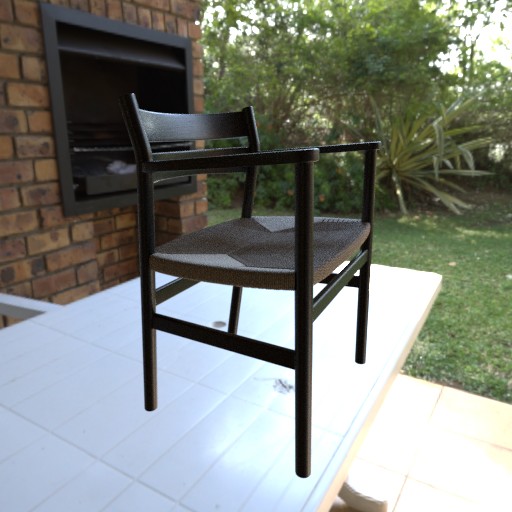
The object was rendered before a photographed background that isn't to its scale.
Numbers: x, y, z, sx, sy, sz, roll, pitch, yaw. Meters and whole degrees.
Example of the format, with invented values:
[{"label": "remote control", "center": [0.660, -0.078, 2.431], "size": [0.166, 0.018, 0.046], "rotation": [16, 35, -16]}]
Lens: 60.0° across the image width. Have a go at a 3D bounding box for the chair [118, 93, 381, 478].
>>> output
[{"label": "chair", "center": [0.000, 0.000, 1.161], "size": [0.508, 0.775, 0.630], "rotation": [8, 17, 25]}]
